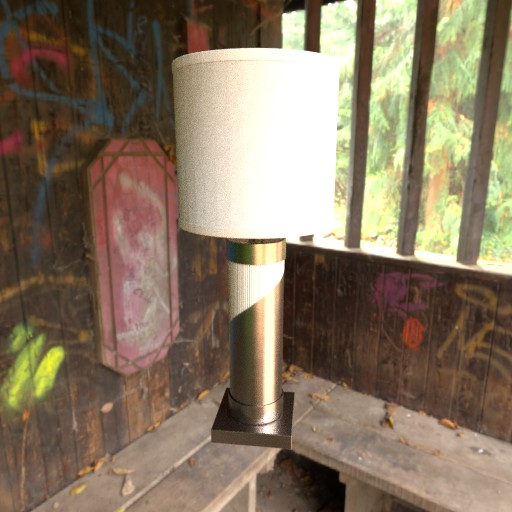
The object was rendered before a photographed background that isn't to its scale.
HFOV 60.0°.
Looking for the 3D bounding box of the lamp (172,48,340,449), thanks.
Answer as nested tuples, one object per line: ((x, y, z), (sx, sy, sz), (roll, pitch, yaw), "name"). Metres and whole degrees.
((0.000, 0.000, 0.598), (0.202, 0.509, 0.202), (2, 14, 7), "lamp")
